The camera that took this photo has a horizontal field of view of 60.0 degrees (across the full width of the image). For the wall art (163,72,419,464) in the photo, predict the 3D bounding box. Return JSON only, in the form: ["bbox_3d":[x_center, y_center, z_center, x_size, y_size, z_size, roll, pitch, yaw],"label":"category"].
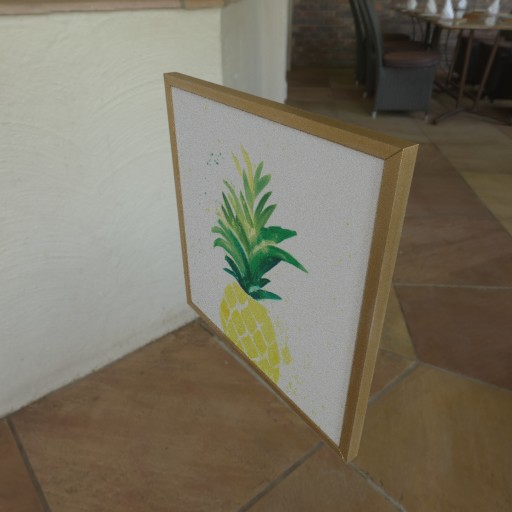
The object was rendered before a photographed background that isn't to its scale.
[{"bbox_3d":[0.000,0.000,1.111,0.037,0.760,0.762,-22,38,-31],"label":"wall art"}]
